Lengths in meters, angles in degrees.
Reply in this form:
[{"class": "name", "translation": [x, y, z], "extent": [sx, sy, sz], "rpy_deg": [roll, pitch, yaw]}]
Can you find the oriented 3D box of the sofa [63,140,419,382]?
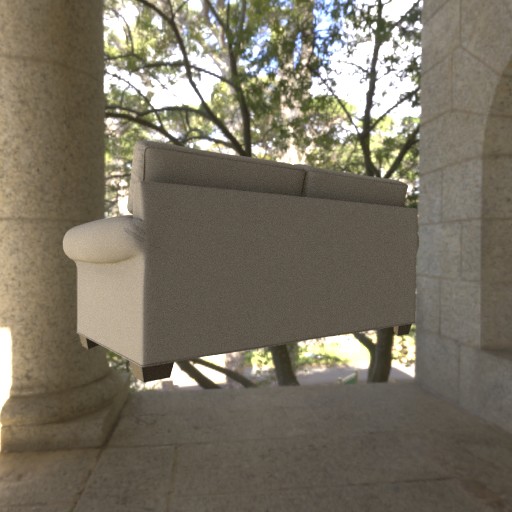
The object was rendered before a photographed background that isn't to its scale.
[{"class": "sofa", "translation": [0.000, 0.000, 2.524], "extent": [1.930, 0.952, 0.940], "rpy_deg": [0, 1, -37]}]
